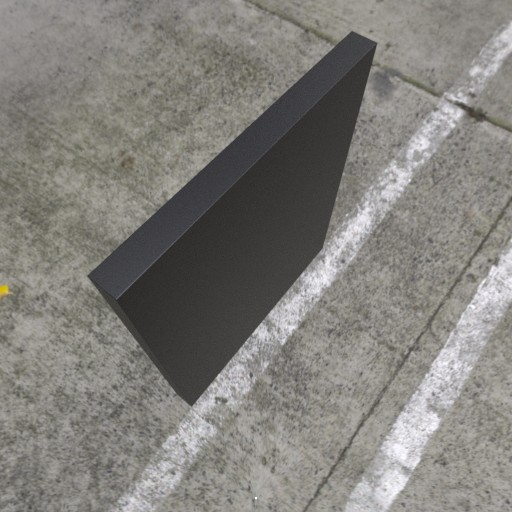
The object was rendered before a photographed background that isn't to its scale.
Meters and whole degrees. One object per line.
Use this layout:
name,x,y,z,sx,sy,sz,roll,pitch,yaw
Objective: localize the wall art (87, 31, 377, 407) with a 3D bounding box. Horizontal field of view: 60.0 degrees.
wall art,0.000,0.000,0.517,0.028,0.380,0.325,35,67,17
